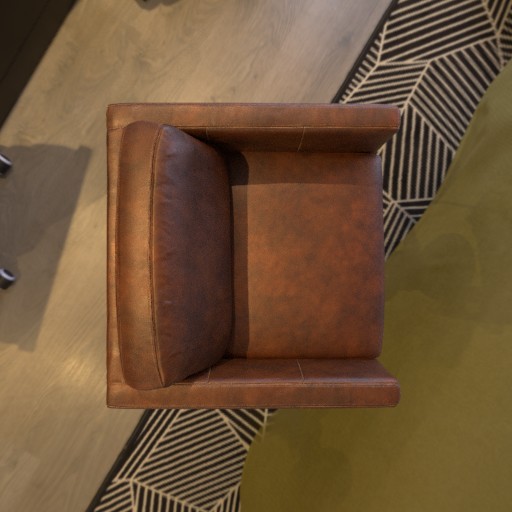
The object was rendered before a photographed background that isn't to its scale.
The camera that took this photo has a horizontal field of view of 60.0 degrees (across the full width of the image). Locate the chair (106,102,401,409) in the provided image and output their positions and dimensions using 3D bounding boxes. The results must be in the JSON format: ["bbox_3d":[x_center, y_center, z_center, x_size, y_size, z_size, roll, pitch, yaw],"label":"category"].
[{"bbox_3d":[0.000,0.000,1.695,0.975,0.864,0.990,0,90,0],"label":"chair"}]
